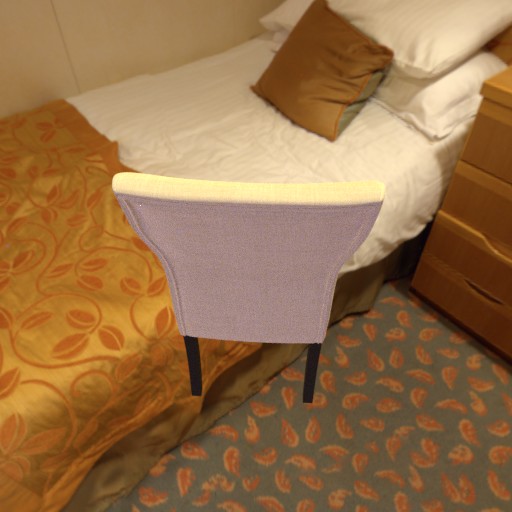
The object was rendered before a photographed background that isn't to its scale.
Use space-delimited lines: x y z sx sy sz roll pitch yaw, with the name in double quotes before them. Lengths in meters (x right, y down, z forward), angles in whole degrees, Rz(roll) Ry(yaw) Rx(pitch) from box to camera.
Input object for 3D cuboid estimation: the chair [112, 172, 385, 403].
"chair" 0.000 0.000 1.310 0.509 0.921 0.597 3 47 3
